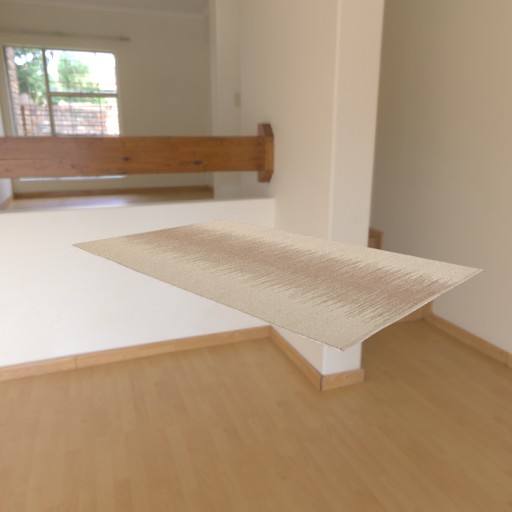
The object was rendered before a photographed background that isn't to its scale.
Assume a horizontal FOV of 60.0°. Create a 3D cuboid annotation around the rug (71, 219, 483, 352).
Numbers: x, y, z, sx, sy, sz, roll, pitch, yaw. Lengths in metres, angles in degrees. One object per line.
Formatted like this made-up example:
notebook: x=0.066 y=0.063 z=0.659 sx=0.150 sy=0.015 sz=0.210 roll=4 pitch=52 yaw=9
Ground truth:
rug: x=0.000 y=0.000 z=3.041 sx=2.440 sy=0.012 sz=1.522 roll=15 pitch=21 yaw=43
